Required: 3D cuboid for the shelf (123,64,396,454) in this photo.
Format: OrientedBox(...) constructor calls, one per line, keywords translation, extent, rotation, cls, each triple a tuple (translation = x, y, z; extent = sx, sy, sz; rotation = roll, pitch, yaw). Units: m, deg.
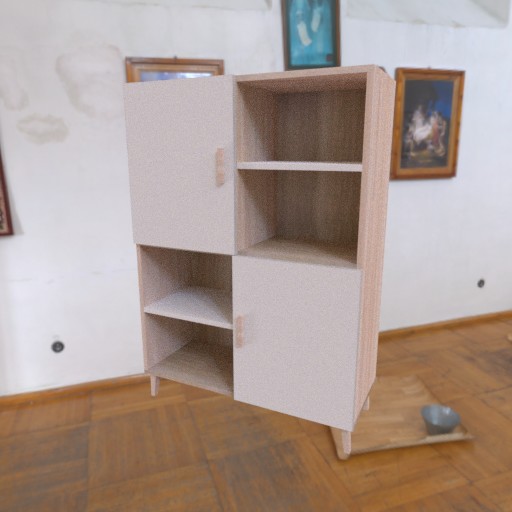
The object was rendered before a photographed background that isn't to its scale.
OrientedBox(translation=(0.000, 0.000, 1.903), extent=(0.995, 1.405, 0.434), rotation=(7, 15, 25), cls="shelf")
